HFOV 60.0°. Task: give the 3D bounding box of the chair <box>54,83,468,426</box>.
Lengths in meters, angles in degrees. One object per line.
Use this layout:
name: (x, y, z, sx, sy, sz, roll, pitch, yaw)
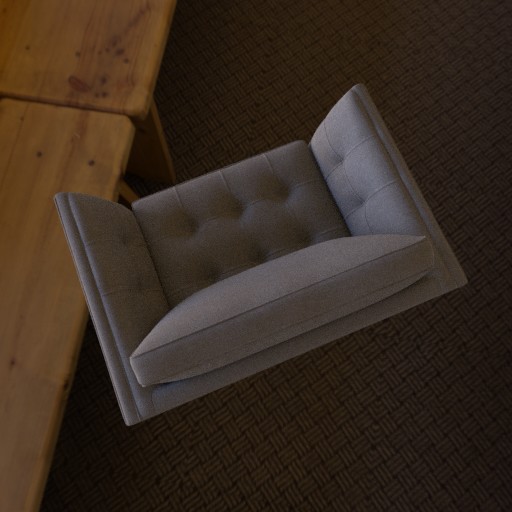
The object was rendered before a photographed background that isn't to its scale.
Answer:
chair: (0.000, 0.000, 2.049, 1.396, 0.942, 0.965, -22, 77, -5)
